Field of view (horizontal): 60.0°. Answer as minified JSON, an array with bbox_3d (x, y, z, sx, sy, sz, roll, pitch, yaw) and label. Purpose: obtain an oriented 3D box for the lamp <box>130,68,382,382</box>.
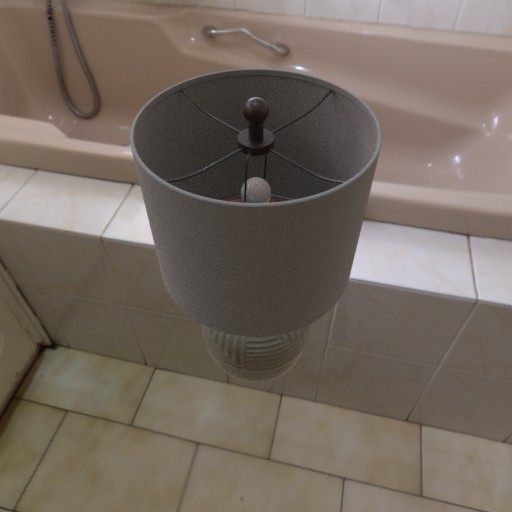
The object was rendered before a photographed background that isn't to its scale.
[{"bbox_3d":[0.000,0.000,0.750,0.318,0.567,0.318,0,47,0],"label":"lamp"}]
